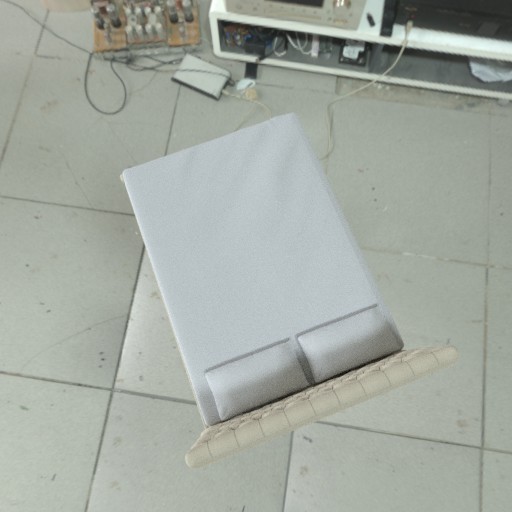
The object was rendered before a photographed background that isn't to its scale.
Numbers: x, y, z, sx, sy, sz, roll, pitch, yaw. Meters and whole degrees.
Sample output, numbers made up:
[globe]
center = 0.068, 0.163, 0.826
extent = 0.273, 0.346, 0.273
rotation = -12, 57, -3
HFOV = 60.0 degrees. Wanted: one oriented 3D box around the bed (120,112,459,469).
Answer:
[bed]
center = 0.000, 0.000, 3.453
extent = 1.698, 1.427, 2.387
rotation = -20, 77, -5
